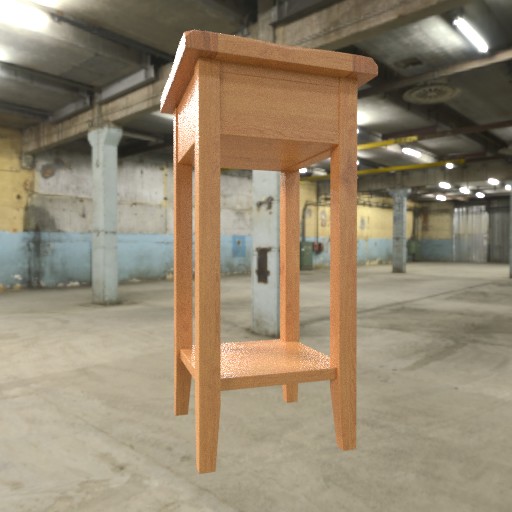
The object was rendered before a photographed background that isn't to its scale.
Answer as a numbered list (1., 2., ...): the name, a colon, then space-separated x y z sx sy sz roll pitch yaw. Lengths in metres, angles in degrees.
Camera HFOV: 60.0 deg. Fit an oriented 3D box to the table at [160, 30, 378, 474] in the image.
1. table: 0.000 0.000 0.944 0.360 0.740 0.360 0 1 -18
